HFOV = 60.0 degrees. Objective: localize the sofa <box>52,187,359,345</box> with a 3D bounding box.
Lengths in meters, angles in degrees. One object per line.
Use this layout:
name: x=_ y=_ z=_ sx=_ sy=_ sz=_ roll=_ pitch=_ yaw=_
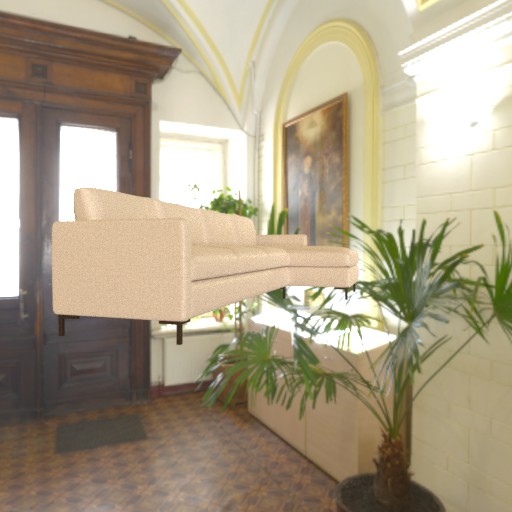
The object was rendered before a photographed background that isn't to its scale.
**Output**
sofa: x=0.000 y=0.000 z=3.266 sx=1.258 sy=0.755 sz=2.731 roll=0 pitch=1 yaw=18
